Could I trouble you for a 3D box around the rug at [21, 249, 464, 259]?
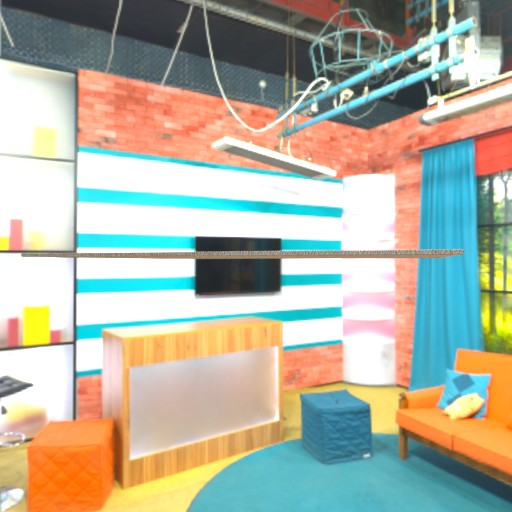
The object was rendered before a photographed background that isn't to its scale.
[{"bbox_3d":[0.000,0.000,3.357,2.699,0.025,1.800,0,-1,20],"label":"rug"}]
